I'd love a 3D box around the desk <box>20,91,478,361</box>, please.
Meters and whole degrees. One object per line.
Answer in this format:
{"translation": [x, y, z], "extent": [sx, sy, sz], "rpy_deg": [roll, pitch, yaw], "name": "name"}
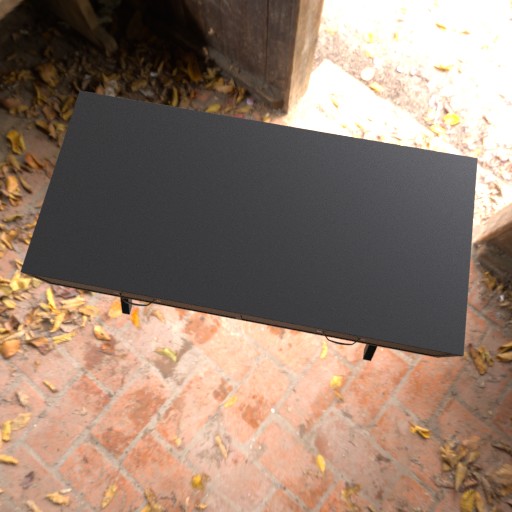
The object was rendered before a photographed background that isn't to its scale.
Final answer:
{"translation": [0.000, 0.000, 1.473], "extent": [1.057, 0.780, 0.525], "rpy_deg": [10, 76, 3], "name": "desk"}
